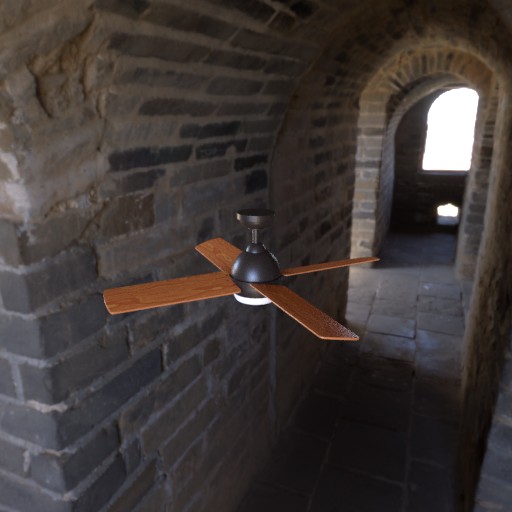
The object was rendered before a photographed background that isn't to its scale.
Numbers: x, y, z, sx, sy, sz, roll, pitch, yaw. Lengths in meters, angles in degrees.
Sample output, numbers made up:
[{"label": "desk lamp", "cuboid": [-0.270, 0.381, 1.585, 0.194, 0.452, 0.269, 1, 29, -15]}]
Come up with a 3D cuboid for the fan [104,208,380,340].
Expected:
[{"label": "fan", "cuboid": [0.000, 0.000, 2.005, 1.332, 0.403, 1.332, -8, 19, -24]}]
